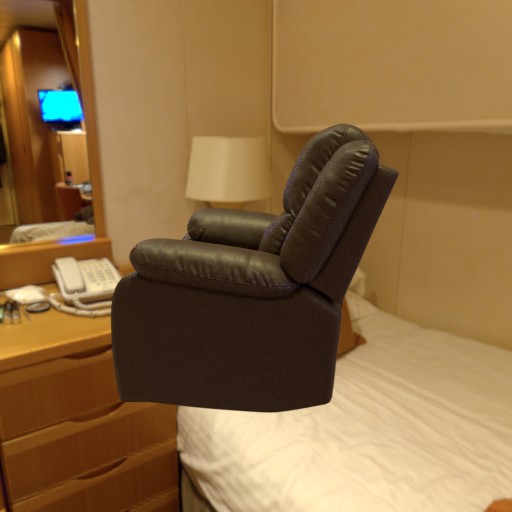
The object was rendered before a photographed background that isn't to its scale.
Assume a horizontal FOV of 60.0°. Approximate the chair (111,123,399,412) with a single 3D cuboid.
[{"bbox_3d":[0.000,0.000,1.779,0.934,1.009,0.899,2,15,8],"label":"chair"}]
